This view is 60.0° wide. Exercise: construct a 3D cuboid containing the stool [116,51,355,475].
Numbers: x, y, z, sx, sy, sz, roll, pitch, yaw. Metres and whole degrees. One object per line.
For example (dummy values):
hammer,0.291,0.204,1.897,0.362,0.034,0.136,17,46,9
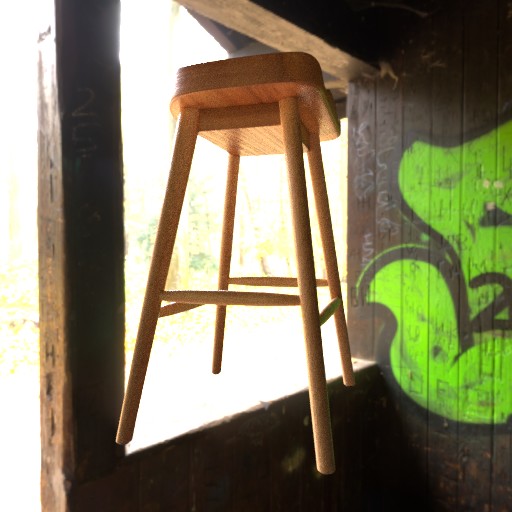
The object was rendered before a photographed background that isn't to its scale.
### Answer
stool,0.000,0.000,0.880,0.361,0.615,0.440,0,1,16
